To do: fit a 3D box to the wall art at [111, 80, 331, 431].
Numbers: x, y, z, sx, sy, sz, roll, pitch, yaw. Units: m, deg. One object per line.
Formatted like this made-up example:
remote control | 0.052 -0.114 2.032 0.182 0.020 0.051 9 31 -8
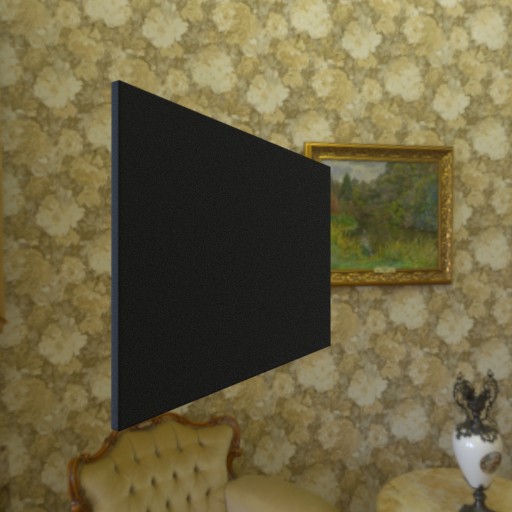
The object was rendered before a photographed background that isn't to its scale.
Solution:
wall art | 0.000 0.000 1.239 0.049 0.659 0.964 0 0 35
